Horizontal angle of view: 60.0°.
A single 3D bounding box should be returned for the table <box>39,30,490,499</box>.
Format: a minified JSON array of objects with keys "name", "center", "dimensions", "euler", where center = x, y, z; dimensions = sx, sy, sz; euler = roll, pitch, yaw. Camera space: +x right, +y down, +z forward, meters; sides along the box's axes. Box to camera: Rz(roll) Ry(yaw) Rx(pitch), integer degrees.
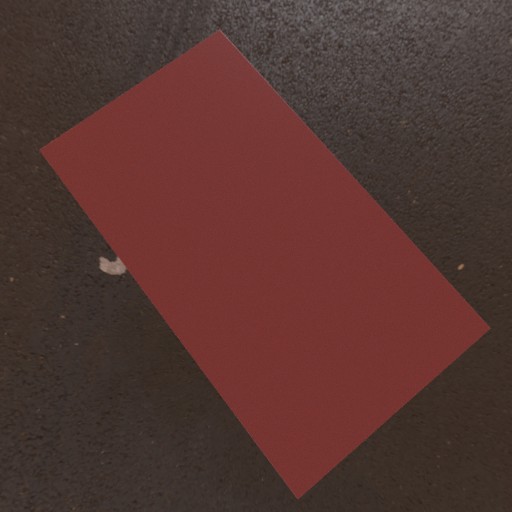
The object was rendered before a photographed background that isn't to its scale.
[{"name":"table","center":[0.000,0.000,1.353],"dimensions":[0.612,0.493,1.068],"euler":[-38,79,-8]}]
